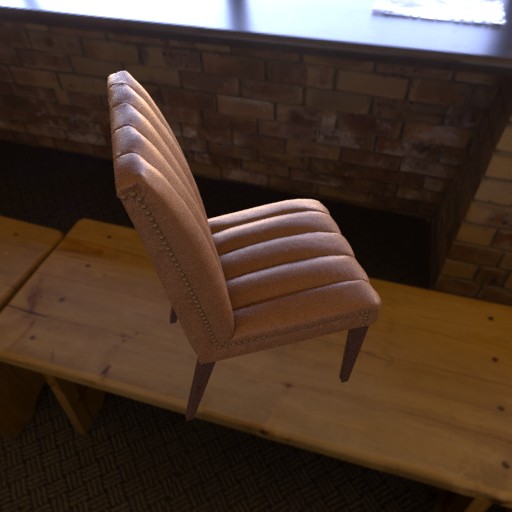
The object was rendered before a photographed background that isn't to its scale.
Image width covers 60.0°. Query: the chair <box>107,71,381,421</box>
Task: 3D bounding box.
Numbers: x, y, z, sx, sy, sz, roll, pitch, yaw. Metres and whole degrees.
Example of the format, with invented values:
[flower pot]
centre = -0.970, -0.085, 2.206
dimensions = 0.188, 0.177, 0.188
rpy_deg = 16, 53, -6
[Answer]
[chair]
centre = 0.000, 0.000, 1.348
dimensions = 0.647, 1.016, 0.511
rpy_deg = -11, 47, -11
